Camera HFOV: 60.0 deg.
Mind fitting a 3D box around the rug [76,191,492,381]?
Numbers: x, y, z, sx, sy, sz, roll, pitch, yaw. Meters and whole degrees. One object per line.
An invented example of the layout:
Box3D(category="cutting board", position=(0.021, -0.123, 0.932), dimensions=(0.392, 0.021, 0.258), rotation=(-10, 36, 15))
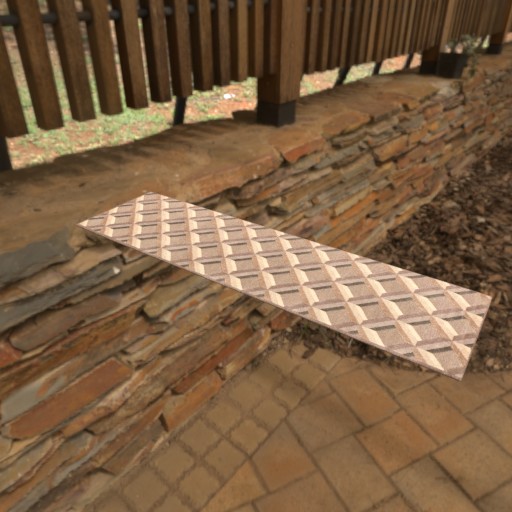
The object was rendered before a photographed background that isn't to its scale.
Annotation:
Box3D(category="rug", position=(0.000, 0.000, 2.591), dimensions=(2.437, 0.013, 0.685), rotation=(19, 36, 29))
